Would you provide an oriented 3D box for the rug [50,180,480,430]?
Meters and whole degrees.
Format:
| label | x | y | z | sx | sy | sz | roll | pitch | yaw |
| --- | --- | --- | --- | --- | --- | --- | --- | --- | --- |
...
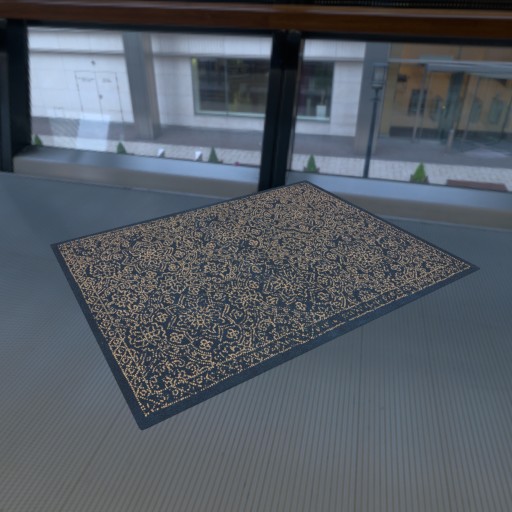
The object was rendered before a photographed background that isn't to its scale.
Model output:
| label | x | y | z | sx | sy | sz | roll | pitch | yaw |
| --- | --- | --- | --- | --- | --- | --- | --- | --- | --- |
| rug | 0.000 | 0.000 | 3.996 | 3.048 | 0.010 | 2.438 | -18 | 36 | -27 |
